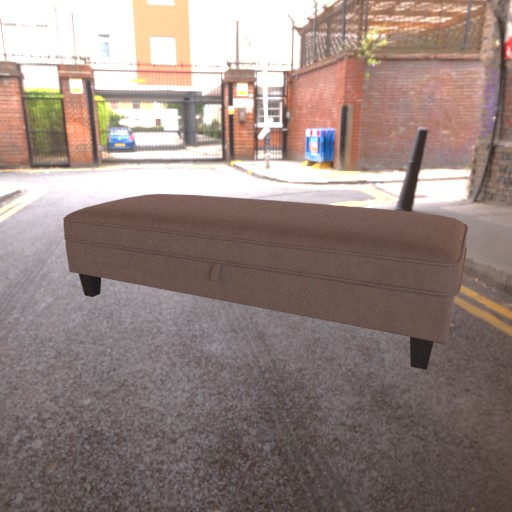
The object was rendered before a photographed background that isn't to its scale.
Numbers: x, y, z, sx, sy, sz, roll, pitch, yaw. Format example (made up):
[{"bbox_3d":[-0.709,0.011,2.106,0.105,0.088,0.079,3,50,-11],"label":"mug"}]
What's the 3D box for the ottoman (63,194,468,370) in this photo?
[{"bbox_3d":[0.000,0.000,2.075,1.764,0.470,0.751,8,18,25],"label":"ottoman"}]
